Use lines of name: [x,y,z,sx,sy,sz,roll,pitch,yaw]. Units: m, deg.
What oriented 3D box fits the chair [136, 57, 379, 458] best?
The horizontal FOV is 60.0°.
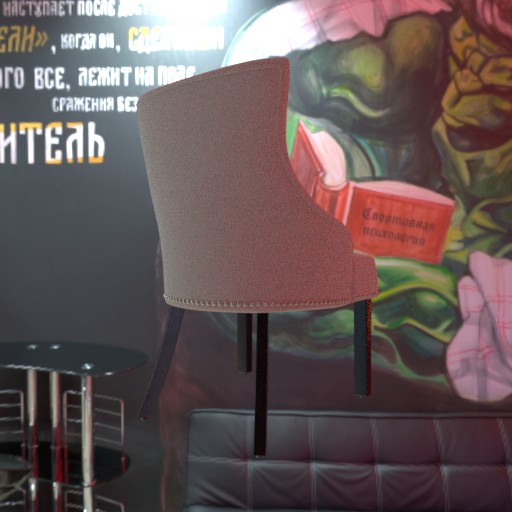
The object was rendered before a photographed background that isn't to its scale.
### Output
chair: [0.000,0.000,1.336,0.566,0.909,0.629,0,1,35]
